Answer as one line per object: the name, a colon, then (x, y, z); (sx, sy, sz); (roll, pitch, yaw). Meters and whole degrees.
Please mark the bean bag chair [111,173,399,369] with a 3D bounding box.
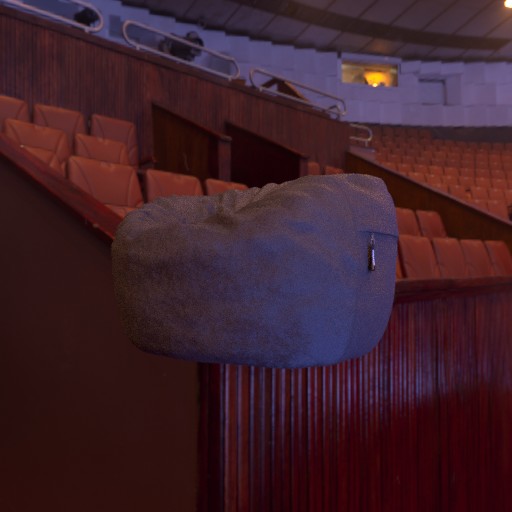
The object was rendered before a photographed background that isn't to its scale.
bean bag chair: (0.000, 0.000, 2.025); (1.245, 0.821, 1.245); (0, 0, 0)
